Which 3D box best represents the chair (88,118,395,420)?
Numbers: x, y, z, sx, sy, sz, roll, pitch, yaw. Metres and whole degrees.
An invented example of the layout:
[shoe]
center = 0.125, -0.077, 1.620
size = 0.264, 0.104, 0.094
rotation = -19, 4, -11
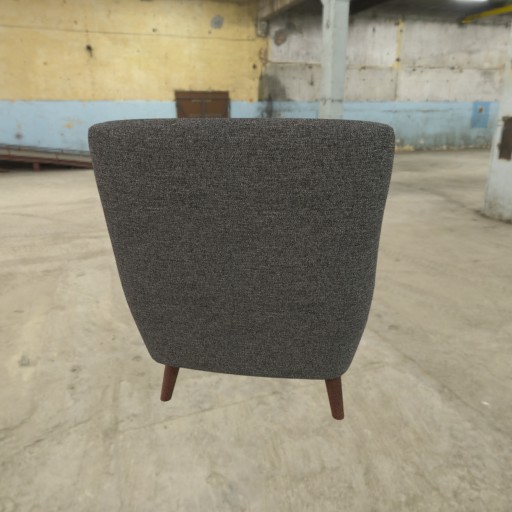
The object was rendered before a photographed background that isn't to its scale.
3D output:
[chair]
center = 0.000, 0.000, 1.752
size = 0.889, 1.039, 0.940
rotation = 3, 17, 9
